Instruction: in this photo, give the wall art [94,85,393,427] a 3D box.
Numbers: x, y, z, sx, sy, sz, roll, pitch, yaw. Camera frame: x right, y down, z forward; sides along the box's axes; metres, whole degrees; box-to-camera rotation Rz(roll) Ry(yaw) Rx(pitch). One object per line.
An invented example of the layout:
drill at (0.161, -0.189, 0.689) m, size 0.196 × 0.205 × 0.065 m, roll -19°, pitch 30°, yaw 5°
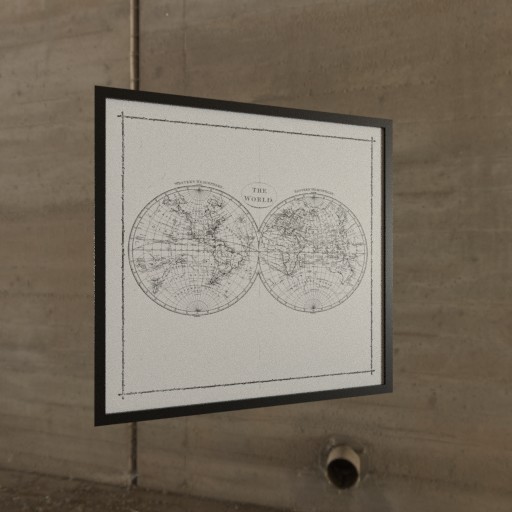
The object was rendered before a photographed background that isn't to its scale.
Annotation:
wall art at (0.000, 0.000, 0.478) m, size 0.327 × 0.318 × 0.029 m, roll 0°, pitch 0°, yaw -18°
